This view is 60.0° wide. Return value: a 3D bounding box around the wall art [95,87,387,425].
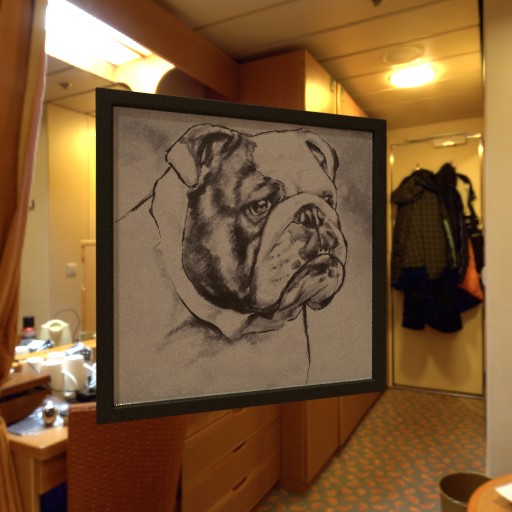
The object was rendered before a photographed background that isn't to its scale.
[{"bbox_3d":[0.000,0.000,0.976,0.663,0.659,0.016,0,0,-19],"label":"wall art"}]
